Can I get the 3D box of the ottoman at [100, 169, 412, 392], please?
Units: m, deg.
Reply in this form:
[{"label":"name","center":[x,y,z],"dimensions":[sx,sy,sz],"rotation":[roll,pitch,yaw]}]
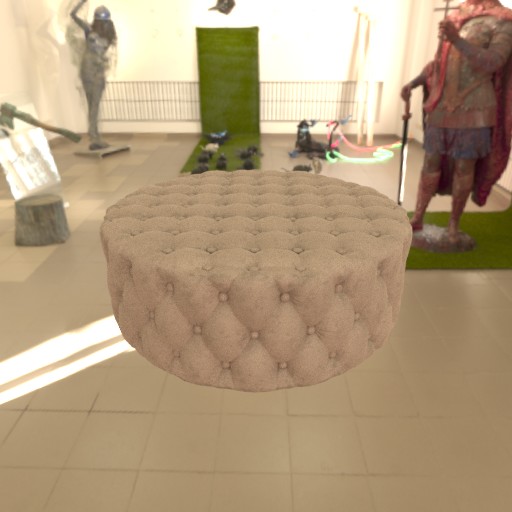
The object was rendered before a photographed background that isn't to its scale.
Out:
[{"label":"ottoman","center":[0.000,0.000,1.538],"dimensions":[0.998,0.399,0.998],"rotation":[0,26,0]}]
